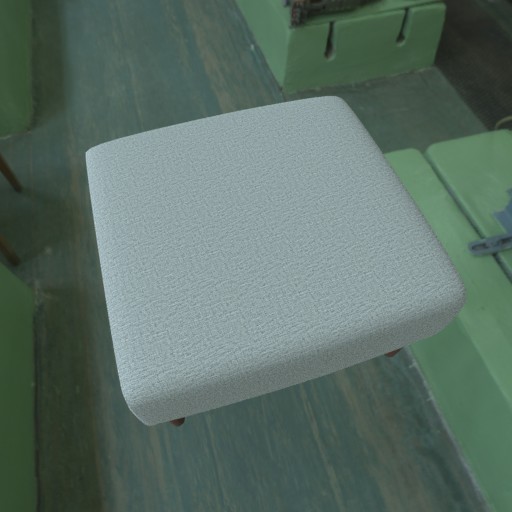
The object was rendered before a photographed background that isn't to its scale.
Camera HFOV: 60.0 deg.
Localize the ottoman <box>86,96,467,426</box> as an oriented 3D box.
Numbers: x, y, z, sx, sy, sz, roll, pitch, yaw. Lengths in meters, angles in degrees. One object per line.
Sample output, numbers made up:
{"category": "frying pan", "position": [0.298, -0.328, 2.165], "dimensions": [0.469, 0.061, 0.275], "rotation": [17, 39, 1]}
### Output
{"category": "ottoman", "position": [0.000, 0.000, 1.057], "dimensions": [0.650, 0.398, 0.649], "rotation": [-15, 58, -10]}
